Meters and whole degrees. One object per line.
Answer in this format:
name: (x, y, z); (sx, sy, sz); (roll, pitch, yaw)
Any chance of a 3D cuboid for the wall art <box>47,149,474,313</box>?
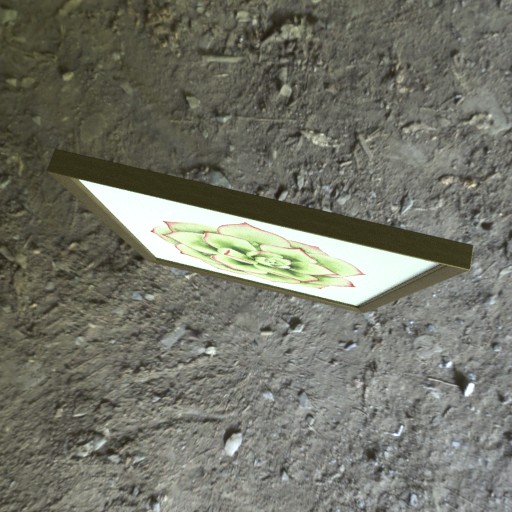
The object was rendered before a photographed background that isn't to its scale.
wall art: (0.000, 0.000, 0.760); (0.503, 0.506, 0.031); (13, 77, 3)
